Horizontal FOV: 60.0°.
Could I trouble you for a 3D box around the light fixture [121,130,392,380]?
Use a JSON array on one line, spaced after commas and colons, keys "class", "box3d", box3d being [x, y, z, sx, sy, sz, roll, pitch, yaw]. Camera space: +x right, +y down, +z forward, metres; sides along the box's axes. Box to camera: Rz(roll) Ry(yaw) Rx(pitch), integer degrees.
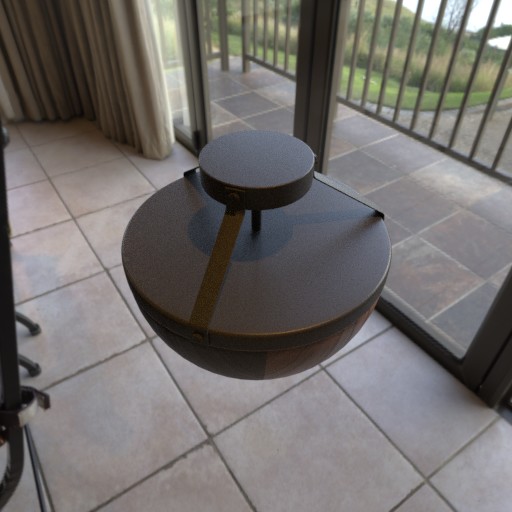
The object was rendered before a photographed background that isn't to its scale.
[{"class": "light fixture", "box3d": [0.000, 0.000, 0.533, 0.304, 0.269, 0.304, 0, 42, 0]}]
